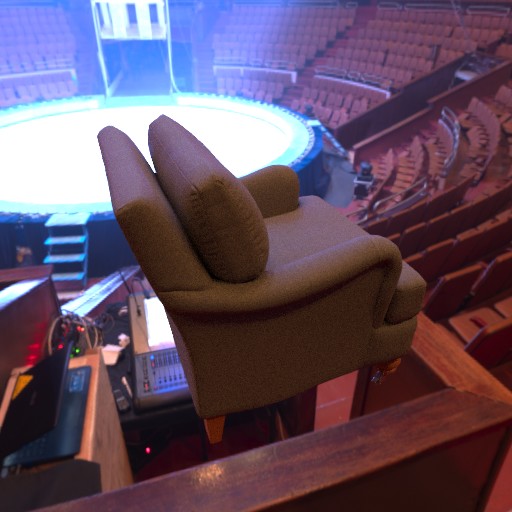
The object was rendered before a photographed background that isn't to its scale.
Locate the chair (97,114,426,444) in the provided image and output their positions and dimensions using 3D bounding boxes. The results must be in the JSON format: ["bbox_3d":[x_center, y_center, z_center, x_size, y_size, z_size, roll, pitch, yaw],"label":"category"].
[{"bbox_3d":[0.000,0.000,1.833,1.070,1.038,0.955,-10,31,-18],"label":"chair"}]
